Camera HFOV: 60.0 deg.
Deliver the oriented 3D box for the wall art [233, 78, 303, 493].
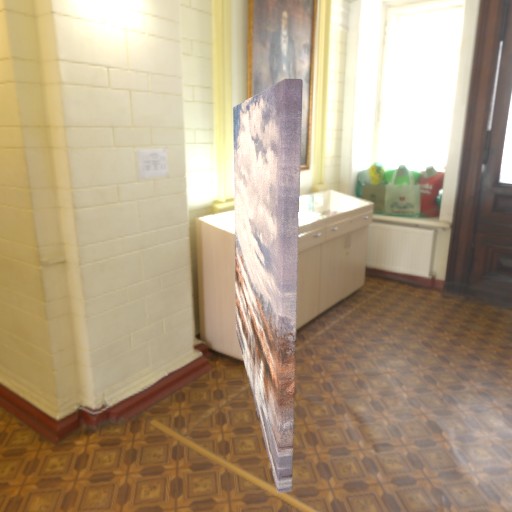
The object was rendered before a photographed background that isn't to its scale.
[{"bbox_3d":[0.000,0.000,1.514,0.040,1.020,1.010,-2,16,-8],"label":"wall art"}]
